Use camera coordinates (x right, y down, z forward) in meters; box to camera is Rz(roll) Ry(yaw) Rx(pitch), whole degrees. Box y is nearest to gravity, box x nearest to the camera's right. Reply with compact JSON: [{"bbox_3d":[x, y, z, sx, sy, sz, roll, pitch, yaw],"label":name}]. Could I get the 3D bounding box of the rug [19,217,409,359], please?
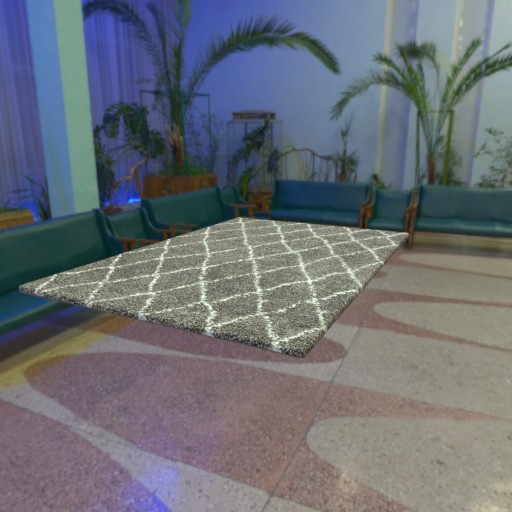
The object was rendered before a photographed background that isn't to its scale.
[{"bbox_3d":[0.000,0.000,2.253,1.219,0.030,1.778,8,17,26],"label":"rug"}]
